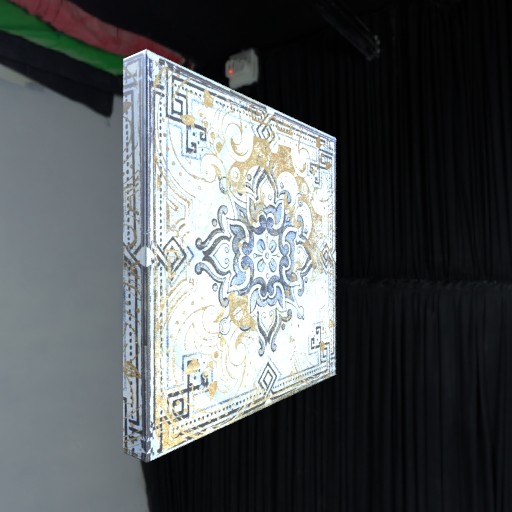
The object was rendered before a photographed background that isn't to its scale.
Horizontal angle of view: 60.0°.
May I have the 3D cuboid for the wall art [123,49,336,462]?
[{"bbox_3d":[0.000,0.000,0.614,0.038,0.410,0.411,0,0,37],"label":"wall art"}]
